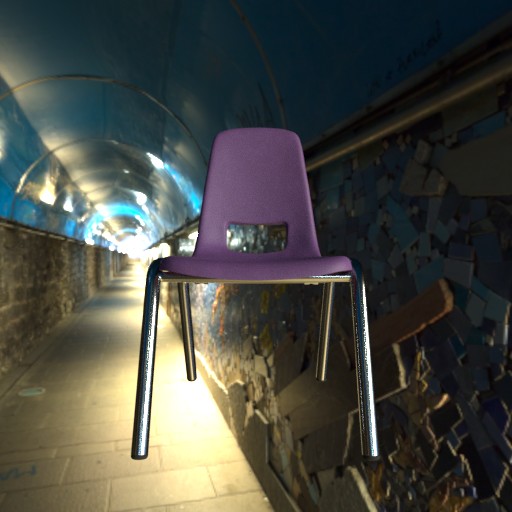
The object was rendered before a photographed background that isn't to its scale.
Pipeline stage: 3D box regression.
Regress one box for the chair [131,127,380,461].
[{"bbox_3d":[0.000,0.000,0.831,0.356,0.584,0.419,0,0,0],"label":"chair"}]
